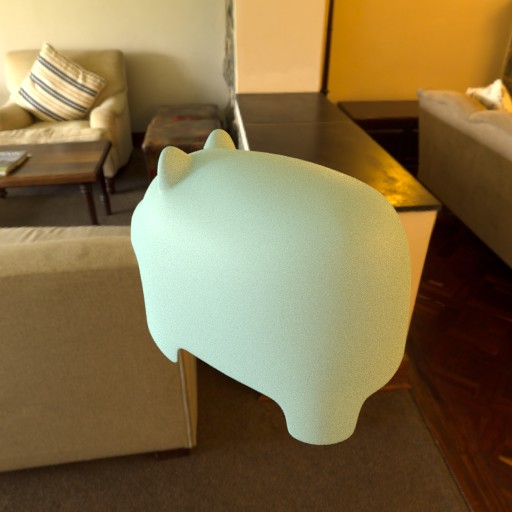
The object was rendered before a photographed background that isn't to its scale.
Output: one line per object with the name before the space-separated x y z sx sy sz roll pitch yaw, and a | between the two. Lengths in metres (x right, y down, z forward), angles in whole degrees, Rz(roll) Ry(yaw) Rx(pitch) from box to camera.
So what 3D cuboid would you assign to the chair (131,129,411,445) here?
chair | 0.000 0.000 0.877 0.619 0.423 0.364 20 37 29
